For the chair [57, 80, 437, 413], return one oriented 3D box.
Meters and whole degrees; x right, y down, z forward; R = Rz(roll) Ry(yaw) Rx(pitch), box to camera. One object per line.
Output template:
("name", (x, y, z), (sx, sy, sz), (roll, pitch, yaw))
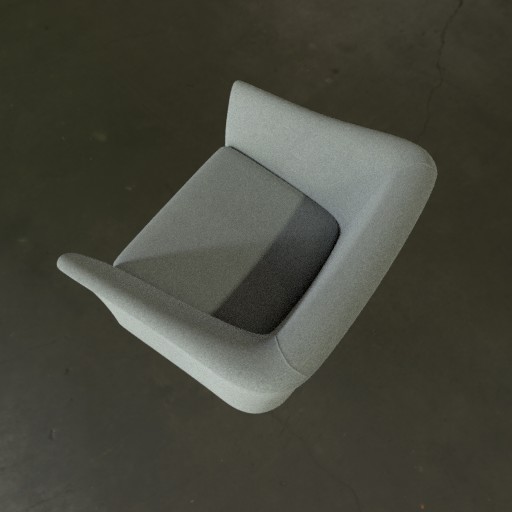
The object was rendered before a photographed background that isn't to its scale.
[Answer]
("chair", (0.000, 0.000, 1.353), (0.700, 0.720, 0.790), (32, 68, 15))
